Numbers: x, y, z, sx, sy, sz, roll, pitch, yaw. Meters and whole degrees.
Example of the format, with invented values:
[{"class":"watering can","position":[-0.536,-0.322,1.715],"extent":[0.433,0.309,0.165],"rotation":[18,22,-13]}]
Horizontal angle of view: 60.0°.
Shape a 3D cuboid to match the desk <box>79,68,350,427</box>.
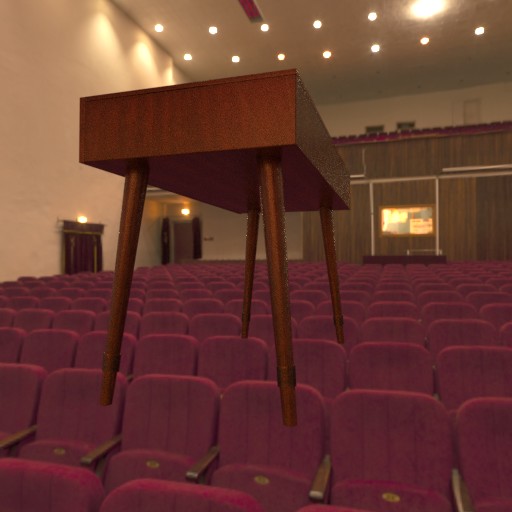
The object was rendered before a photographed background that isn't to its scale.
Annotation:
[{"class":"desk","position":[0.000,0.000,2.104],"extent":[0.734,1.031,1.577],"rotation":[0,-1,17]}]
